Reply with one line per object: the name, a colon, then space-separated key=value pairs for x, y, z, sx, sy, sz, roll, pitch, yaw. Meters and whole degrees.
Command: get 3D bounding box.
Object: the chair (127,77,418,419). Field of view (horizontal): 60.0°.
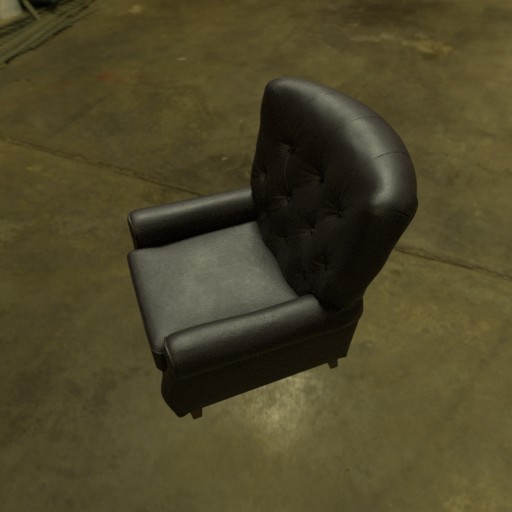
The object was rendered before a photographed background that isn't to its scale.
chair: x=0.000 y=0.000 z=1.897 sx=1.058 sy=1.158 sz=0.948 roll=-16 pitch=49 yaw=-14
